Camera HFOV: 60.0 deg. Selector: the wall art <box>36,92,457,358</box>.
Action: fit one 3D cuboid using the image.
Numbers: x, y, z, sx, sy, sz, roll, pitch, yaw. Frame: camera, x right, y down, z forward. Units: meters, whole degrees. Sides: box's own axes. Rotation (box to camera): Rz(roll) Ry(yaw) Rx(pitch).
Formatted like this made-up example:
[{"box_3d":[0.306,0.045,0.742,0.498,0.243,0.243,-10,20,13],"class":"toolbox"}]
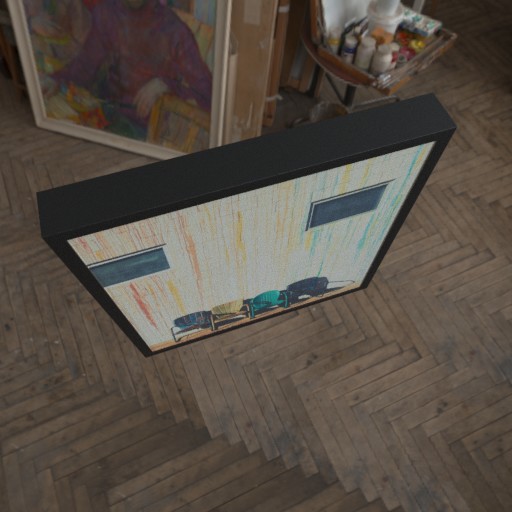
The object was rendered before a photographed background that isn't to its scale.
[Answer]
[{"box_3d":[0.000,0.000,0.450,0.304,0.304,0.038,-16,64,-8],"class":"wall art"}]
